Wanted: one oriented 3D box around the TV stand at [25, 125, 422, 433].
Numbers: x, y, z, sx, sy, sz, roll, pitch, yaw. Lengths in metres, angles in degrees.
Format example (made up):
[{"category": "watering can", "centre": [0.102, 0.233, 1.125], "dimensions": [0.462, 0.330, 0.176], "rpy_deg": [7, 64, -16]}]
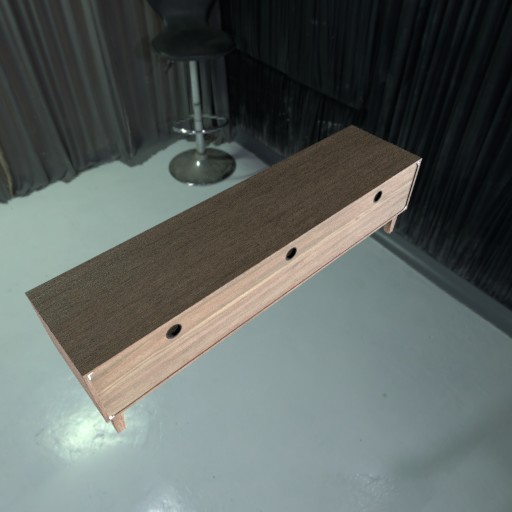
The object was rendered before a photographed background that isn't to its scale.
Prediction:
[{"category": "TV stand", "centre": [0.000, 0.000, 1.689], "dimensions": [1.482, 0.409, 0.366], "rpy_deg": [-32, 53, -28]}]
